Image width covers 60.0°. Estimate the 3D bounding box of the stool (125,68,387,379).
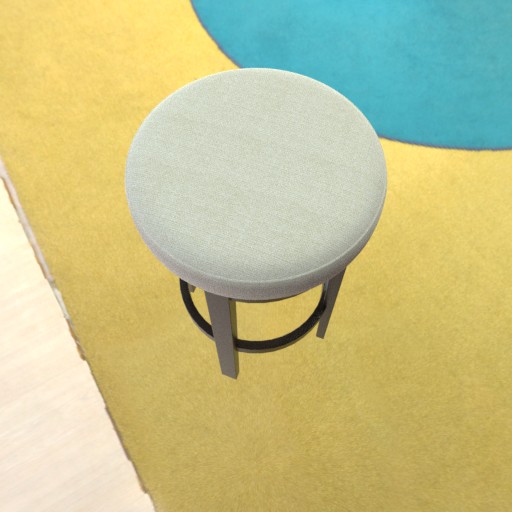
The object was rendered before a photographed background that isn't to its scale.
[{"bbox_3d":[0.000,0.000,1.029,0.446,0.758,0.446,0,65,0],"label":"stool"}]
